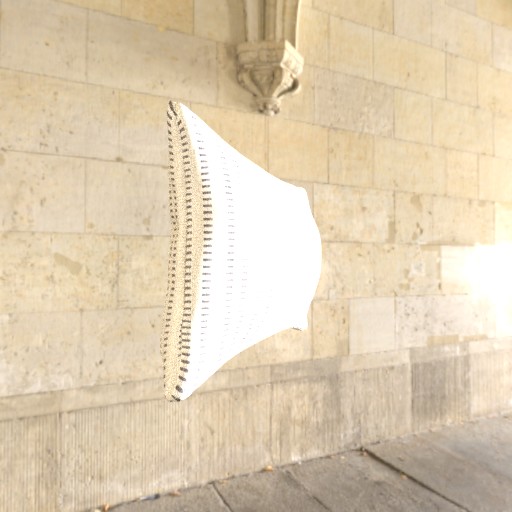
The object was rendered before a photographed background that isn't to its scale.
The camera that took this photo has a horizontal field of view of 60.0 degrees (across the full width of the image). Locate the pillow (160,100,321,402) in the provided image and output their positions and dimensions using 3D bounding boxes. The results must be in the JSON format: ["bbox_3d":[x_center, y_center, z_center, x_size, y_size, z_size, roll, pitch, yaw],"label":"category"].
[{"bbox_3d":[0.000,0.000,0.810,0.210,0.353,0.640,0,-1,20],"label":"pillow"}]
